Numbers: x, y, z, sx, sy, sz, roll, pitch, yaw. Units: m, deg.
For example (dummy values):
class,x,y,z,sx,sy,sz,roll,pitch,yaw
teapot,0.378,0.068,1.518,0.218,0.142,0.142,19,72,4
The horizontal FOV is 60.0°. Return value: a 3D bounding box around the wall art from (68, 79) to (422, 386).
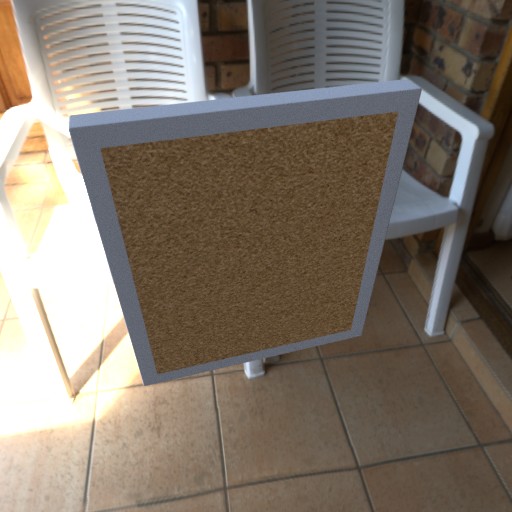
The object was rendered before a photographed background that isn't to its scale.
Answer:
class,x,y,z,sx,sy,sz,roll,pitch,yaw
wall art,0.000,0.000,0.535,0.331,0.381,0.028,-10,42,-12
